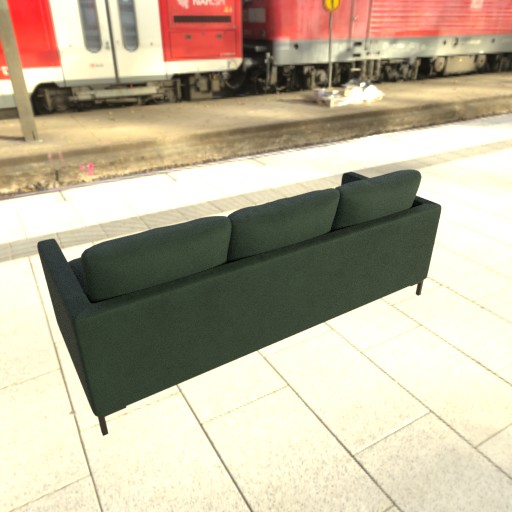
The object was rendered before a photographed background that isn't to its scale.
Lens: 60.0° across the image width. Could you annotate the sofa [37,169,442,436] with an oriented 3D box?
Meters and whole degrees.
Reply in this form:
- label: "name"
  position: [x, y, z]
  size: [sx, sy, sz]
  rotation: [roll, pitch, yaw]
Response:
- label: "sofa"
  position: [0.000, 0.000, 2.641]
  size: [2.218, 0.870, 0.859]
  rotation: [-17, 33, -28]
